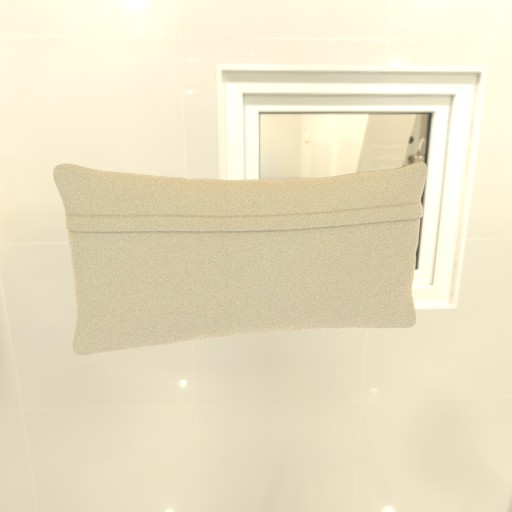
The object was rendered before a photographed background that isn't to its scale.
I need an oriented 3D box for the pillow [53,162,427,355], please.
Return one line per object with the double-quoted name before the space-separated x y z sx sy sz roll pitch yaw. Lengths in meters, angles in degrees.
"pillow" 0.000 0.000 0.736 0.604 0.307 0.148 -3 16 -10
